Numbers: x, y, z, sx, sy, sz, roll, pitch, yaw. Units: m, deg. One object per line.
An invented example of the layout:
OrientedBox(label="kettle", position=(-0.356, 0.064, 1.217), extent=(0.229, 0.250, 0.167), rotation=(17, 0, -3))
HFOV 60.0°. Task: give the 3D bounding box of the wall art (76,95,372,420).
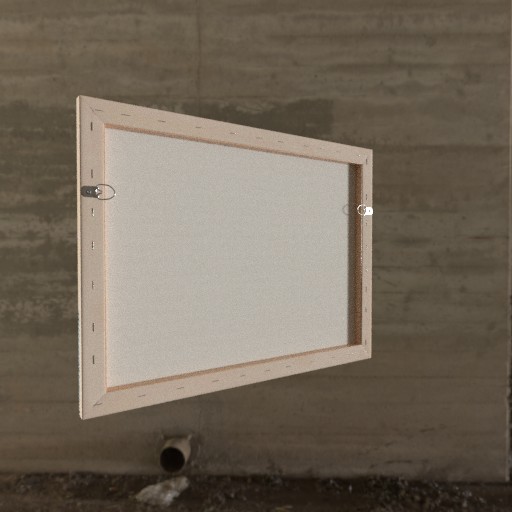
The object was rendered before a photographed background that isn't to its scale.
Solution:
OrientedBox(label="wall art", position=(0.000, 0.000, 1.604), extent=(1.219, 0.912, 0.042), rotation=(-1, 2, -35))
